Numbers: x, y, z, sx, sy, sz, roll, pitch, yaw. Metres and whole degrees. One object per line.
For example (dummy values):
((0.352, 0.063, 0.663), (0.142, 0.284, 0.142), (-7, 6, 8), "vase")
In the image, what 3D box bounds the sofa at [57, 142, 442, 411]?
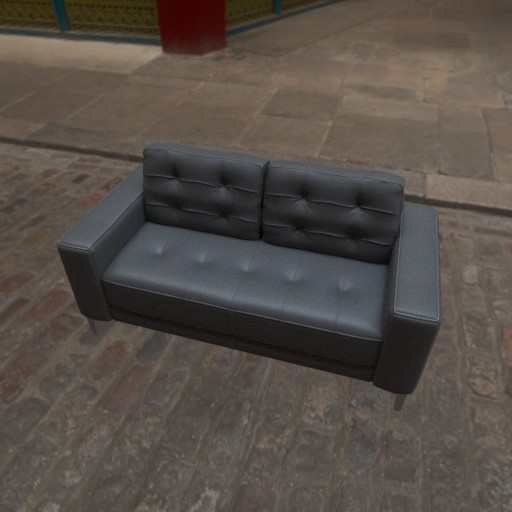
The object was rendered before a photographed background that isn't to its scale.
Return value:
((0.000, 0.000, 2.263), (1.726, 0.893, 0.833), (11, 40, 13), "sofa")
